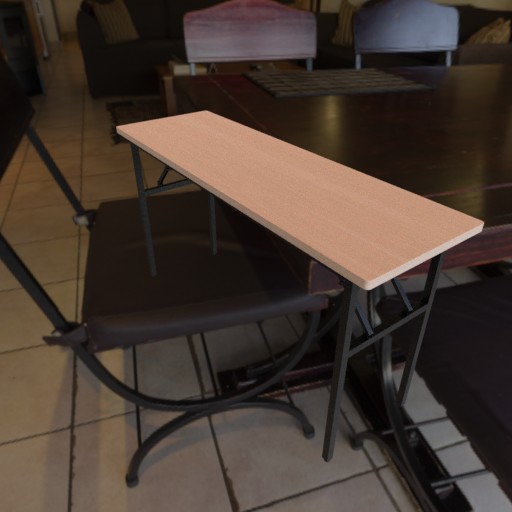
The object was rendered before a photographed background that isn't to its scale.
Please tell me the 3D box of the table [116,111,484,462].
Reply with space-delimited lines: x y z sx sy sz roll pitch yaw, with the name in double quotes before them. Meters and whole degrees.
"table" 0.000 0.000 1.709 0.447 0.750 1.397 -21 38 -30
